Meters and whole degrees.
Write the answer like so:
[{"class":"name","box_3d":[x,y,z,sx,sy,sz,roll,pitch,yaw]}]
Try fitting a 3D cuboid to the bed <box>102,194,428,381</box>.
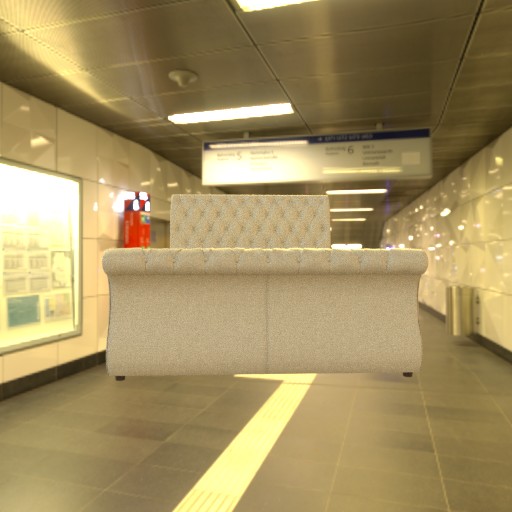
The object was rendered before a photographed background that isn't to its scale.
[{"class":"bed","box_3d":[0.000,0.000,3.379,1.606,1.268,2.493,0,0,-3]}]
